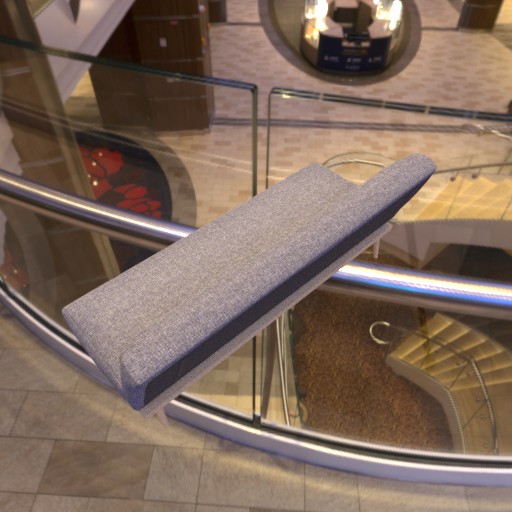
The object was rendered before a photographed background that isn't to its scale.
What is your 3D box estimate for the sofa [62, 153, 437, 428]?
[{"bbox_3d":[0.000,0.000,2.294,1.820,0.770,0.820,-34,55,-28],"label":"sofa"}]
